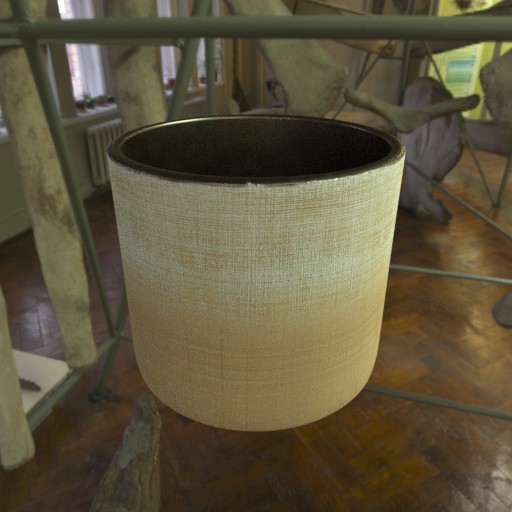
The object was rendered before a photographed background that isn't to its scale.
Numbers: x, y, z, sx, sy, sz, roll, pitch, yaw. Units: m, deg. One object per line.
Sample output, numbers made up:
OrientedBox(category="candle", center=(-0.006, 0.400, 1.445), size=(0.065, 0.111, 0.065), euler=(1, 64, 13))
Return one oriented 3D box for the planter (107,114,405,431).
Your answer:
OrientedBox(category="planter", center=(0.000, 0.000, 0.380), size=(0.221, 0.201, 0.221), euler=(0, 27, 0))
